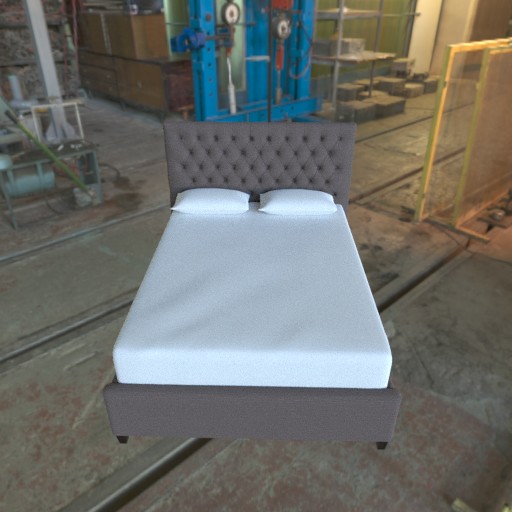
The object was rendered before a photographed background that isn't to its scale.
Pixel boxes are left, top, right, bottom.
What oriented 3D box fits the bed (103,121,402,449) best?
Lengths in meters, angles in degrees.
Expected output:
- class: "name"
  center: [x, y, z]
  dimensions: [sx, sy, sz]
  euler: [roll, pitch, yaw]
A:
- class: "bed"
  center: [0.000, 0.000, 3.280]
  dimensions: [1.696, 1.426, 2.233]
  euler: [1, 31, 1]
